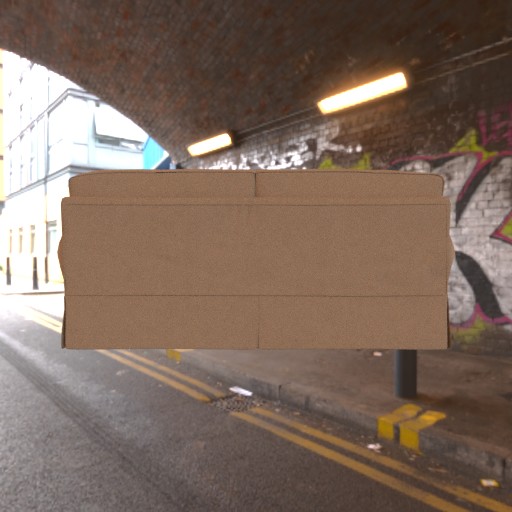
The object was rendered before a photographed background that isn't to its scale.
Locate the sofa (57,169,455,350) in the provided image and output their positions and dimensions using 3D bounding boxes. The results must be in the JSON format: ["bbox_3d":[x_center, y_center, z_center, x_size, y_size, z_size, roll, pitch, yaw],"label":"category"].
[{"bbox_3d":[0.000,0.000,2.825,2.246,1.014,0.900,0,0,0],"label":"sofa"}]
